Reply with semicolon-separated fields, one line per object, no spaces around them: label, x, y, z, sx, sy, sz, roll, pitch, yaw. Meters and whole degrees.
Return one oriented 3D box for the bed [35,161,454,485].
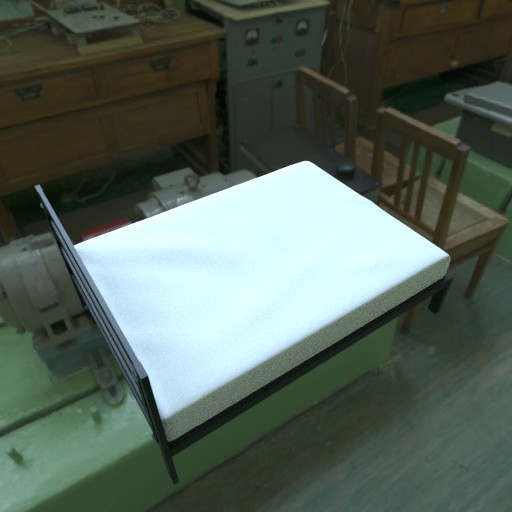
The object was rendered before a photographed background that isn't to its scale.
bed;0.000;0.000;2.818;2.062;0.967;1.524;-24;47;-25
